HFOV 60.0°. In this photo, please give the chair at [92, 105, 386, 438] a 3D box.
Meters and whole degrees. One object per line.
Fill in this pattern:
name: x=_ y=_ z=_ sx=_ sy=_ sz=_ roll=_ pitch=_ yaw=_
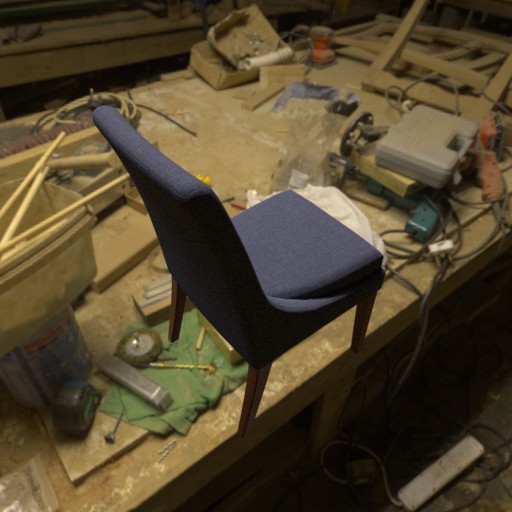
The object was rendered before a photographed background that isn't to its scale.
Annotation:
chair: x=0.000 y=0.000 z=1.341 sx=0.655 sy=0.952 sz=0.508 roll=-27 pitch=49 yaw=-26
